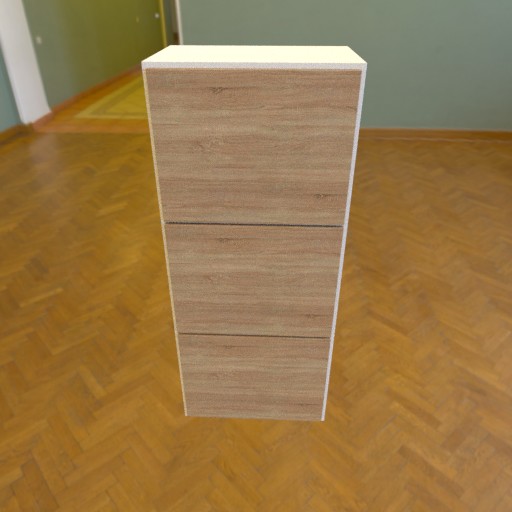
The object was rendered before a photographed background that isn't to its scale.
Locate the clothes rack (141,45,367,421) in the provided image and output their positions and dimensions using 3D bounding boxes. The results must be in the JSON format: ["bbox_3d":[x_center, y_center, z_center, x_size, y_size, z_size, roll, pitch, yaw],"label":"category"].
[{"bbox_3d":[0.000,0.000,1.417,0.500,1.187,0.331,1,31,2],"label":"clothes rack"}]
